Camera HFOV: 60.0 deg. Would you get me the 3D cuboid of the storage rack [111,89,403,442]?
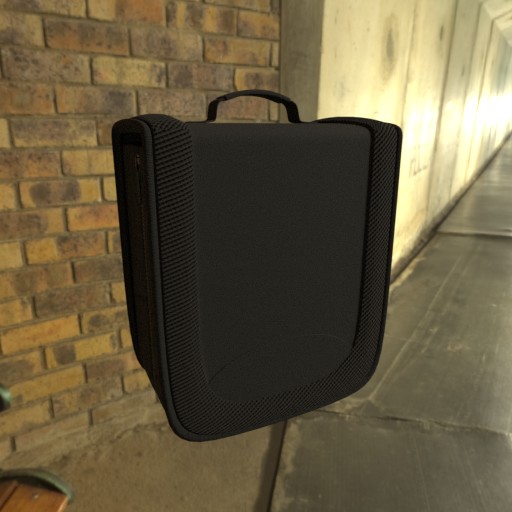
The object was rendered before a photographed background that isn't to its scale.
[{"bbox_3d":[0.000,0.000,0.551,0.297,0.387,0.168,-8,18,-26],"label":"storage rack"}]
